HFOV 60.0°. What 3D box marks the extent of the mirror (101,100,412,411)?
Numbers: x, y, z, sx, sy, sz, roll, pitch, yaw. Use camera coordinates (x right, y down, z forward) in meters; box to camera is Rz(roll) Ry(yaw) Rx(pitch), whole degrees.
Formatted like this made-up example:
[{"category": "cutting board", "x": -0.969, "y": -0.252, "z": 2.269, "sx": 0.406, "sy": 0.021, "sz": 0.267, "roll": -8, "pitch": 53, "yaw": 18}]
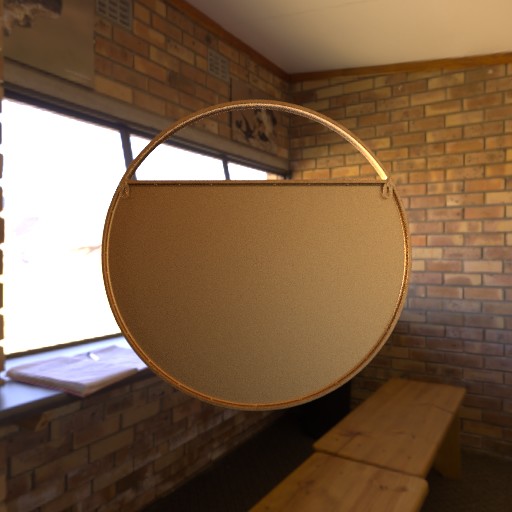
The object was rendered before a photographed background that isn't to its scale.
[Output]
[{"category": "mirror", "x": 0.000, "y": 0.000, "z": 0.820, "sx": 0.565, "sy": 0.565, "sz": 0.032, "roll": 0, "pitch": 1, "yaw": 1}]
